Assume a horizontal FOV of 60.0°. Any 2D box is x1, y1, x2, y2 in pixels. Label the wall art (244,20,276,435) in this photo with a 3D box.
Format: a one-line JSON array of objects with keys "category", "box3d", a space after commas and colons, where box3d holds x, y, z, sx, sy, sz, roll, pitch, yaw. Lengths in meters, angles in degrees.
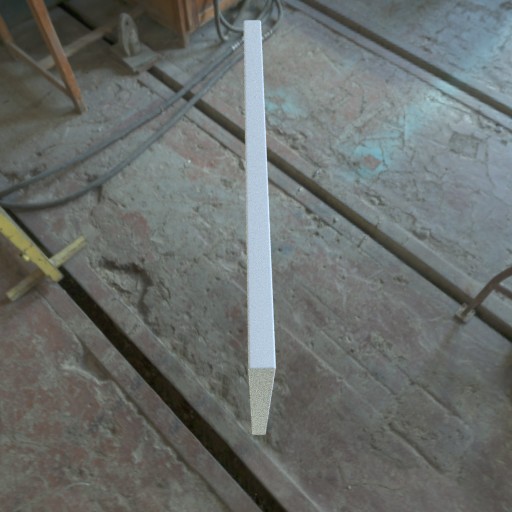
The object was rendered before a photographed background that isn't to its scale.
[{"category": "wall art", "box3d": [0.000, 0.000, 1.116, 0.037, 0.757, 0.757, -1, 62, -1]}]
